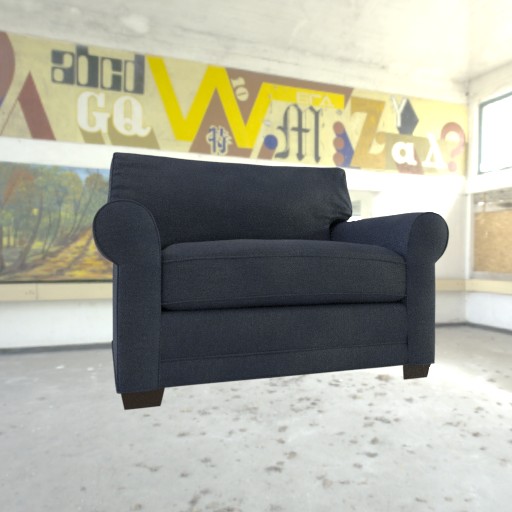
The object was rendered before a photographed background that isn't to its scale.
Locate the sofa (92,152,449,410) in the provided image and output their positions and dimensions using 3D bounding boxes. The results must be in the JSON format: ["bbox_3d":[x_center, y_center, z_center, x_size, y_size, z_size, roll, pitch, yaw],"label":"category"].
[{"bbox_3d":[0.000,0.000,2.041,1.405,1.004,0.938,0,0,-19],"label":"sofa"}]
